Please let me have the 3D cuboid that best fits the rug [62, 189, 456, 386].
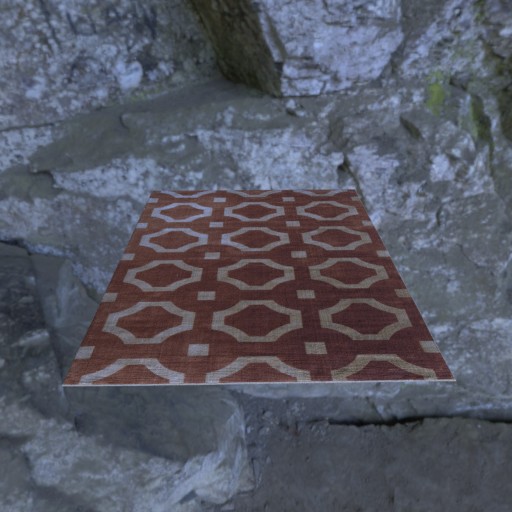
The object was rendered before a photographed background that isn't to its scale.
[{"bbox_3d":[0.000,0.000,4.064,2.466,0.021,3.049,-1,31,-1],"label":"rug"}]
